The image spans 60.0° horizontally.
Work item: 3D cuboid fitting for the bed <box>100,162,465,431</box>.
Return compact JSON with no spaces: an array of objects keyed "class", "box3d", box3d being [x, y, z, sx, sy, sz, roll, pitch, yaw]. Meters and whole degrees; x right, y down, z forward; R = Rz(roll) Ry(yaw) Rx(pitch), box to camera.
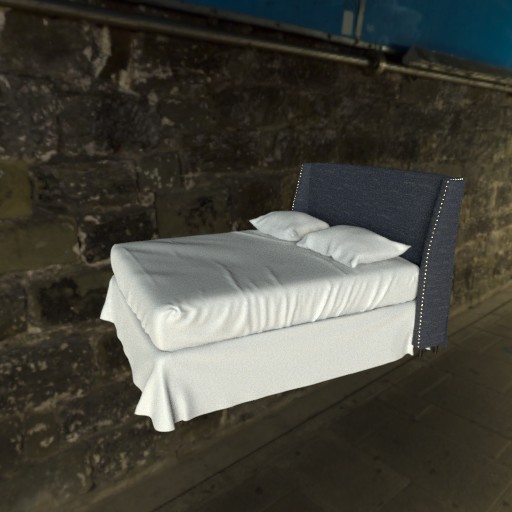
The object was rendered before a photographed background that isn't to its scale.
[{"class":"bed","box3d":[0.000,0.000,3.521,2.276,1.332,1.925,-7,17,-25]}]
